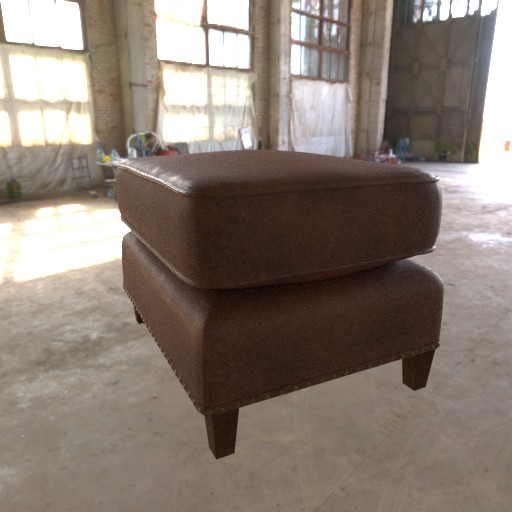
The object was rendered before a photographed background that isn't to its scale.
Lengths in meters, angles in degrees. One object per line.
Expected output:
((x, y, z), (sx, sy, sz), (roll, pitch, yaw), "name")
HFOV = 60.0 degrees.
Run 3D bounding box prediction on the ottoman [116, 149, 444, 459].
((0.000, 0.000, 1.148), (0.589, 0.537, 0.738), (-8, 18, -25), "ottoman")
